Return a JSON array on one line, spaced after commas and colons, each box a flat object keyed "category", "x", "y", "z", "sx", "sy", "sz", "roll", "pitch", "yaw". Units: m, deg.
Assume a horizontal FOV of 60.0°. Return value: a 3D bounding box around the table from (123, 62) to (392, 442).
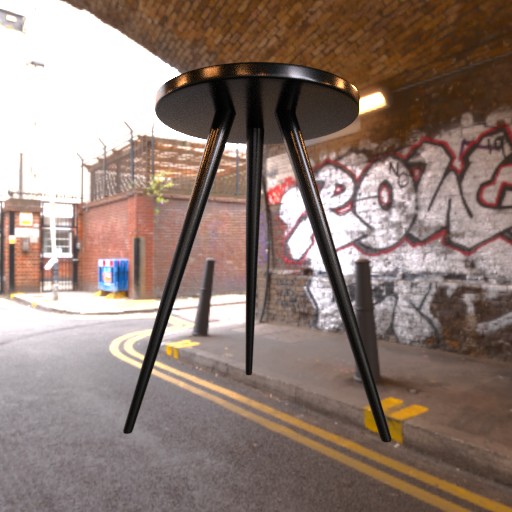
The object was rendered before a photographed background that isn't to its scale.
[{"category": "table", "x": 0.000, "y": 0.000, "z": 0.835, "sx": 0.403, "sy": 0.548, "sz": 0.415, "roll": 0, "pitch": -1, "yaw": 1}]
